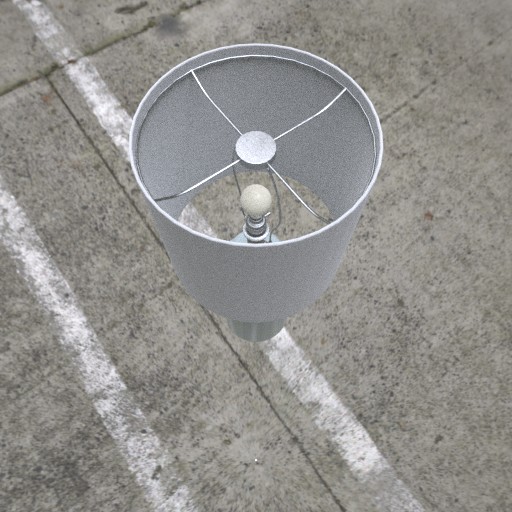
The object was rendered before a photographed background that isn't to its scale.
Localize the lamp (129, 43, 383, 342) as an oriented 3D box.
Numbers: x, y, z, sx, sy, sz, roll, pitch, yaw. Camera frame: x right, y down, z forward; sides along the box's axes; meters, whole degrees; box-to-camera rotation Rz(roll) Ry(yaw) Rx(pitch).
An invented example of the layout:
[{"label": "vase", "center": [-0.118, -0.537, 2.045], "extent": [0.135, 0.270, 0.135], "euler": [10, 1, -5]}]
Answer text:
[{"label": "lamp", "center": [0.000, 0.000, 0.594], "extent": [0.212, 0.493, 0.212], "euler": [-34, 70, -14]}]
